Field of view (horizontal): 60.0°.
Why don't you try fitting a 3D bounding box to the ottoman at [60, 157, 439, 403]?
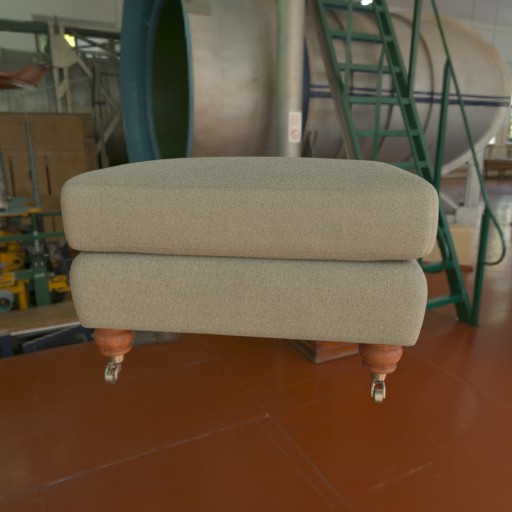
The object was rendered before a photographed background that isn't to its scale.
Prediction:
[{"bbox_3d":[0.000,0.000,1.166,0.773,0.504,0.569,2,15,7],"label":"ottoman"}]
